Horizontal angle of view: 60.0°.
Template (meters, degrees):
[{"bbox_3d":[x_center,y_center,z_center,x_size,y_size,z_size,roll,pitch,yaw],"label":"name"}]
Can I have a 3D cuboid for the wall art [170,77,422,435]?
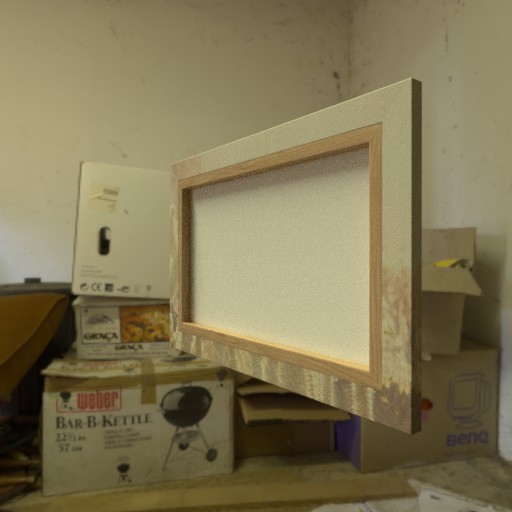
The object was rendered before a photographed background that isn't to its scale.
[{"bbox_3d":[0.000,0.000,1.404,0.041,0.758,1.142,0,0,-37],"label":"wall art"}]
